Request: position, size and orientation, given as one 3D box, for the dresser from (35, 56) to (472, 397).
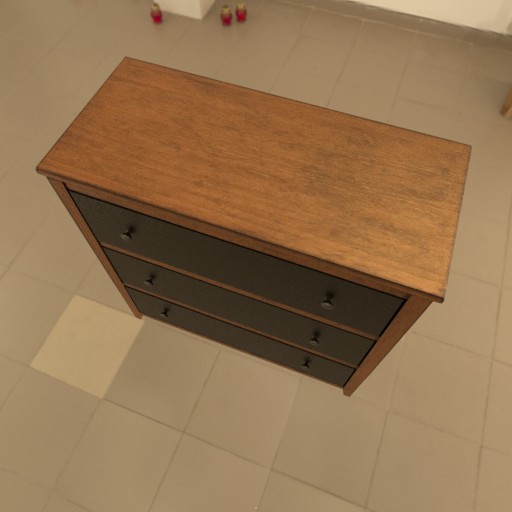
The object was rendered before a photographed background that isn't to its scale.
[{"bbox_3d":[0.000,0.000,1.908,1.250,1.224,0.591,18,62,10],"label":"dresser"}]
